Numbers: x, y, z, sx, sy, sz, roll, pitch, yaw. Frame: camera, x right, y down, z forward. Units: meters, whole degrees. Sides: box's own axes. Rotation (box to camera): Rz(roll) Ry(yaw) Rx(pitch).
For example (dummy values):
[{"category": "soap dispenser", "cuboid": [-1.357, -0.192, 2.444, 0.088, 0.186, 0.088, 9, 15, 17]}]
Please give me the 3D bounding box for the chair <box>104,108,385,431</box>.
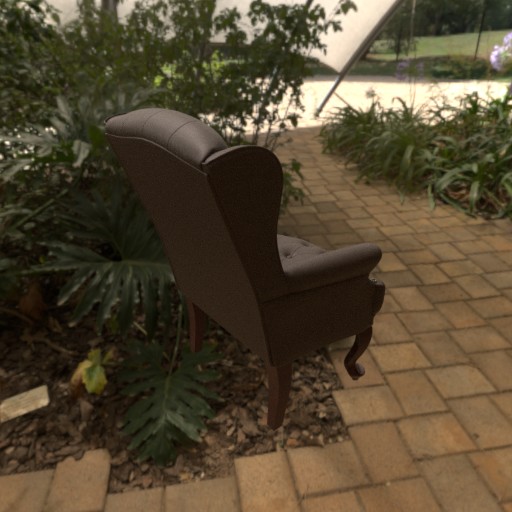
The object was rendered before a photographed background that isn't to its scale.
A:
[{"category": "chair", "cuboid": [0.000, 0.000, 1.706, 0.819, 1.132, 0.829, -19, 32, -33]}]
